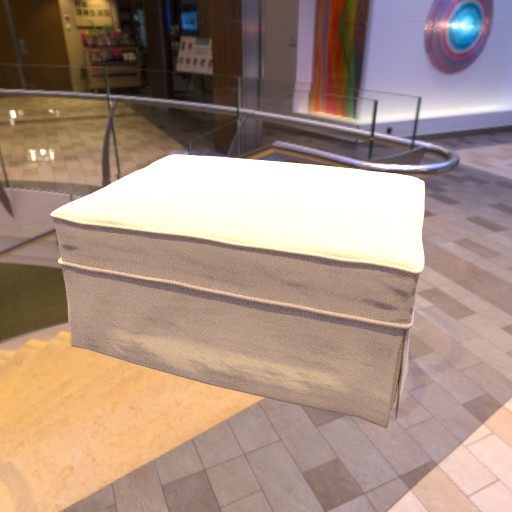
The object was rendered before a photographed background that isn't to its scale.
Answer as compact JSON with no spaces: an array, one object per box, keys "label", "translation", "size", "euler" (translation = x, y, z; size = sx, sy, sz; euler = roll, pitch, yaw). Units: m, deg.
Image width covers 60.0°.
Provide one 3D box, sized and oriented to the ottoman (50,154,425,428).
[{"label":"ottoman","translation":[0.000,0.000,1.337],"size":[0.944,0.479,0.703],"euler":[9,28,17]}]
